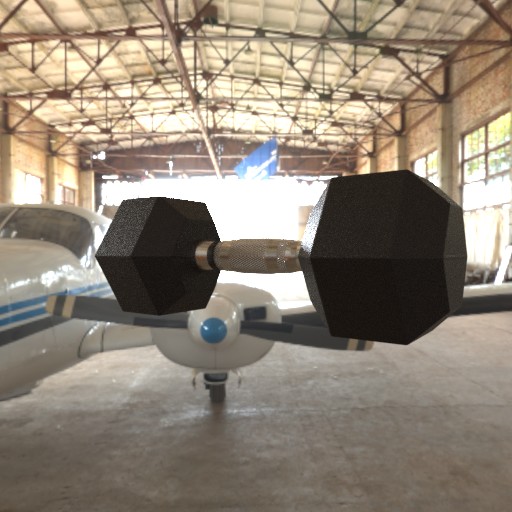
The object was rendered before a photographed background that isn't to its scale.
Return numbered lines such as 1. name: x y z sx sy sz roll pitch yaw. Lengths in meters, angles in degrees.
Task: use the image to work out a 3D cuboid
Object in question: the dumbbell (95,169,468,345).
1. dumbbell: 0.000 0.000 0.424 0.356 0.123 0.141 0 1 35
